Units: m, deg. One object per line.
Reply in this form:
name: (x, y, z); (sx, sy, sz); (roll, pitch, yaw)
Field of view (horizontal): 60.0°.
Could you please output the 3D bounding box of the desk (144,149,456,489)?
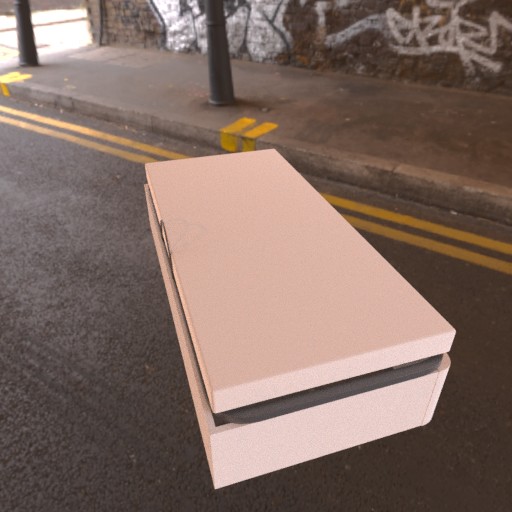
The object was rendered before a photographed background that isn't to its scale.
desk: (0.000, 0.000, 2.229); (0.900, 0.526, 1.900); (-10, 35, -15)
